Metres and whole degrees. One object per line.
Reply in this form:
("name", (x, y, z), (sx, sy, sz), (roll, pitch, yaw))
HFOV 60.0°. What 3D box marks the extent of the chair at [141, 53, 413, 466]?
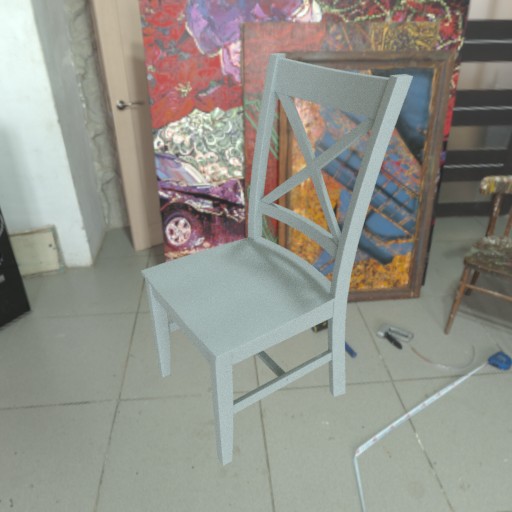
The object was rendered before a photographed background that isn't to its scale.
("chair", (0.000, 0.000, 1.266), (0.542, 0.983, 0.485), (-20, 36, -29))
